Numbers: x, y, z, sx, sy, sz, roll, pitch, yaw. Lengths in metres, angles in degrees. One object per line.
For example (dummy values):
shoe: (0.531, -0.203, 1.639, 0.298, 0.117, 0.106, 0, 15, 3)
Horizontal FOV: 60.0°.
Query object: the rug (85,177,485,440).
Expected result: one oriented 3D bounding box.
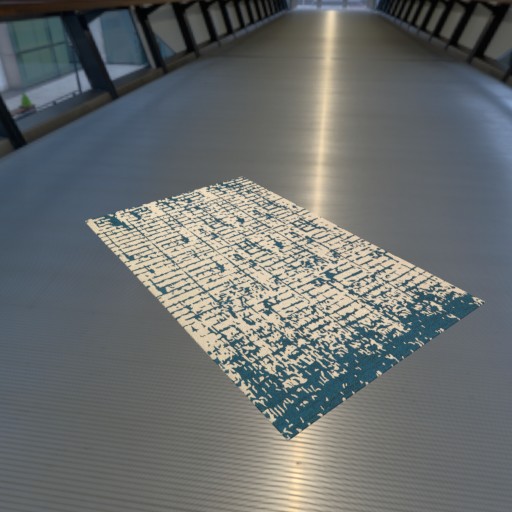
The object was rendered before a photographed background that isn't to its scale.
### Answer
rug: (0.000, 0.000, 3.024, 1.517, 0.011, 2.435, -22, 38, -31)
